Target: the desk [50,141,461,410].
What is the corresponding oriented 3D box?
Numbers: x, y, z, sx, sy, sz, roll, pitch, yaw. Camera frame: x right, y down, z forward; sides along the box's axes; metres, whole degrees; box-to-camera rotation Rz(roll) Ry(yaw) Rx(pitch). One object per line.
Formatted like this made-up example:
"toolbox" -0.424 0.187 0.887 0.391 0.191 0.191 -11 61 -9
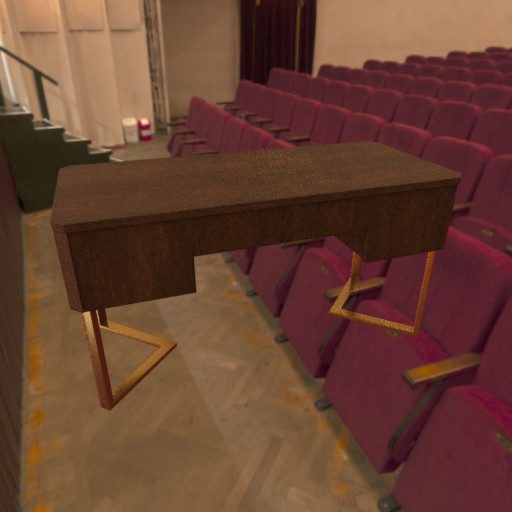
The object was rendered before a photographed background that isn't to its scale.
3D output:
"desk" 0.000 0.000 1.934 1.479 0.762 0.684 -9 28 -17
